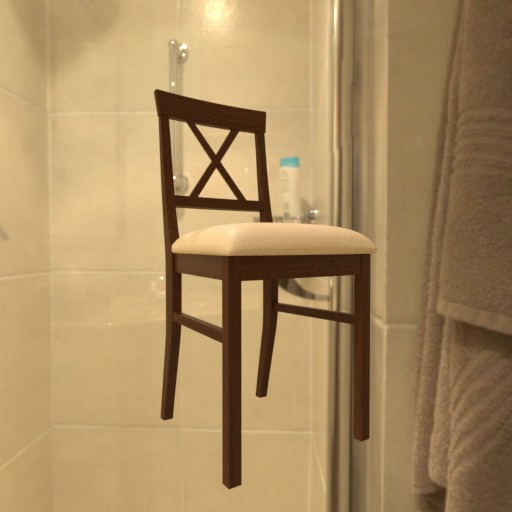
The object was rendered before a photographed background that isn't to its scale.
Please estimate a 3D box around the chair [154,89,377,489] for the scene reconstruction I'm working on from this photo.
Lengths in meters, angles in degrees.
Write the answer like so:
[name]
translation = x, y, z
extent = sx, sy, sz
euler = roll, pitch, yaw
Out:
[chair]
translation = 0.000, 0.000, 1.159
extent = 0.440, 0.913, 0.480
euler = -1, 2, -34
